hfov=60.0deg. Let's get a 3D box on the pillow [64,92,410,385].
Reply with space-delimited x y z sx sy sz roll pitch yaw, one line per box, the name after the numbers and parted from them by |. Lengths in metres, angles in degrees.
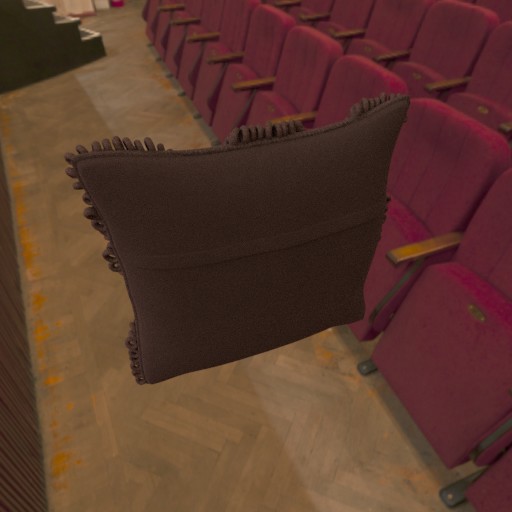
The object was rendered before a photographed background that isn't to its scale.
0.000 0.000 0.708 0.470 0.467 0.172 -14 44 -15 | pillow
